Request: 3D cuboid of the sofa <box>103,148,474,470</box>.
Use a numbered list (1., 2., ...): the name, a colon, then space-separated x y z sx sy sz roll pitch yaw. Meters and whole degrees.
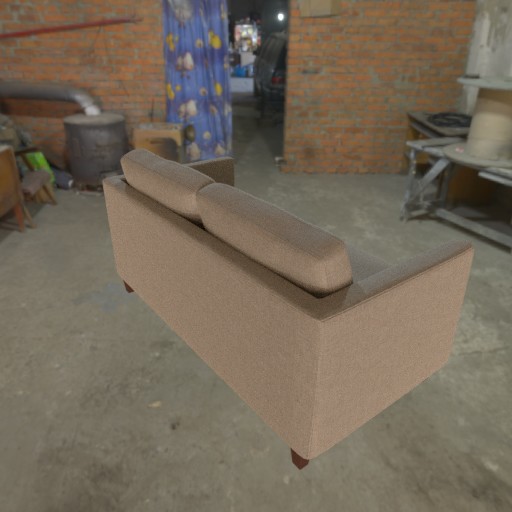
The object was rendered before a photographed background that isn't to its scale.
1. sofa: 0.000 0.000 2.378 0.951 0.947 1.884 -19 32 -33
